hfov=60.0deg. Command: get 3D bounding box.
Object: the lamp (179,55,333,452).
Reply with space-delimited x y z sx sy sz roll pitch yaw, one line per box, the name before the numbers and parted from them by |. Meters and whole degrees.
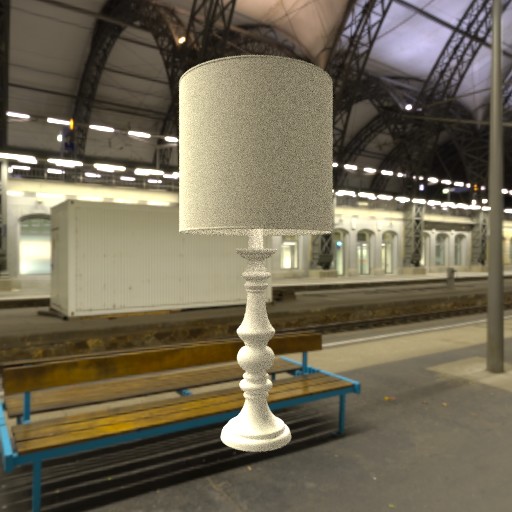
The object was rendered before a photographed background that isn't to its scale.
lamp | 0.000 0.000 0.733 0.250 0.597 0.250 0 0 35
